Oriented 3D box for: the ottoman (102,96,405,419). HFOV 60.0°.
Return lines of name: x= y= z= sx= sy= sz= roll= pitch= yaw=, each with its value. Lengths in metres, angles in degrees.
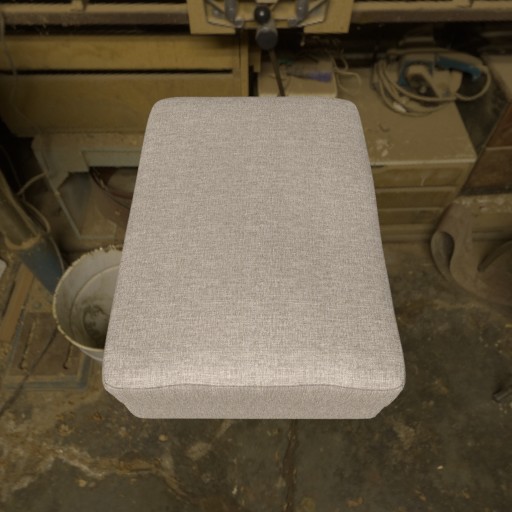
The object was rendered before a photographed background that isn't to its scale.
ottoman: x=0.000 y=0.000 z=1.249 sx=0.639 sy=0.494 sz=0.873 roll=0 pitch=58 yaw=0
